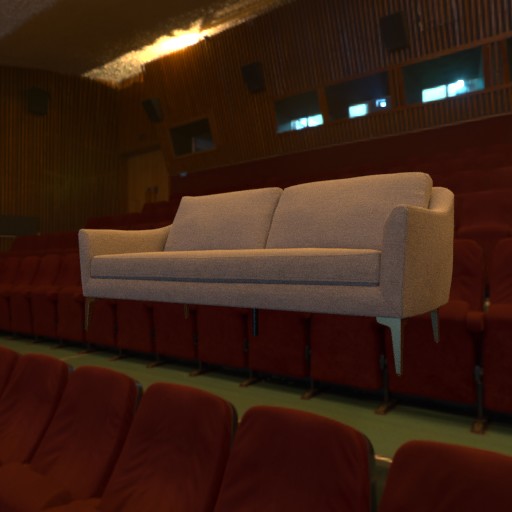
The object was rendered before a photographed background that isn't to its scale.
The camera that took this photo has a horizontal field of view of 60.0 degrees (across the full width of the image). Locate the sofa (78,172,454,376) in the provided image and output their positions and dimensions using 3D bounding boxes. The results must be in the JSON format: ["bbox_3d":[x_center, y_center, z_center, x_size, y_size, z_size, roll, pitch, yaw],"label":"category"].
[{"bbox_3d":[0.000,0.000,2.543,2.036,0.913,0.980,-1,-1,36],"label":"sofa"}]
